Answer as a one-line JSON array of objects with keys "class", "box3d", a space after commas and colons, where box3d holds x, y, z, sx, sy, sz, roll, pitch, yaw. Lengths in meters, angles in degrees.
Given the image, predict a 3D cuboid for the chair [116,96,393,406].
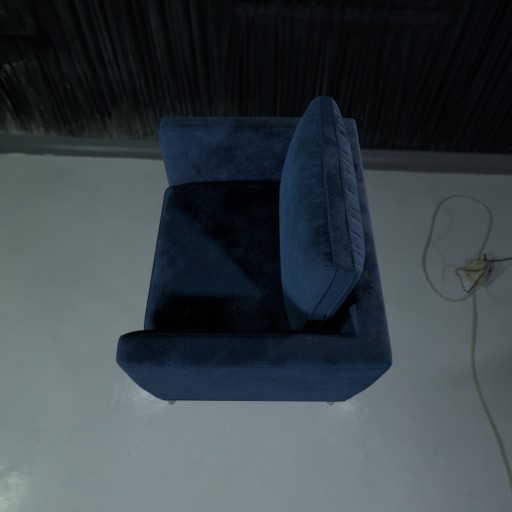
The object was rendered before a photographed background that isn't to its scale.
[{"class": "chair", "box3d": [0.000, 0.000, 1.608, 0.746, 0.893, 0.977, 1, 58, 0]}]
